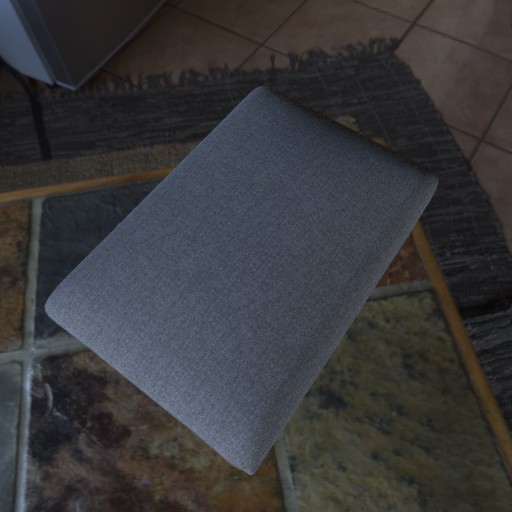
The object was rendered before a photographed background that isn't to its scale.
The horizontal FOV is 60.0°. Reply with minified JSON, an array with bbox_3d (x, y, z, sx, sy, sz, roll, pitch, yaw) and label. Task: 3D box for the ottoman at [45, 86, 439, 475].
[{"bbox_3d":[0.000,0.000,1.402,0.711,0.483,1.041,33,68,15],"label":"ottoman"}]
